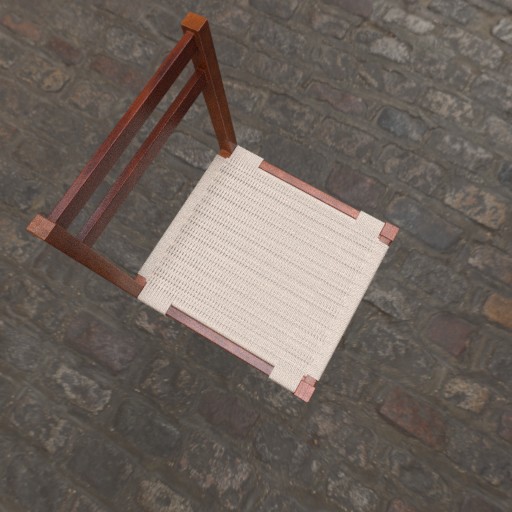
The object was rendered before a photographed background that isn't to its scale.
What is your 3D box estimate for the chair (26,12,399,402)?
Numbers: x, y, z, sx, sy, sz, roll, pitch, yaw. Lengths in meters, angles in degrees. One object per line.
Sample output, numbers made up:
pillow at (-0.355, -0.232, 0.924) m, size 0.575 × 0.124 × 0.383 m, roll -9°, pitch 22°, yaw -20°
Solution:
chair at (0.000, 0.000, 1.133) m, size 0.569 × 0.851 × 0.495 m, roll 29°, pitch 77°, yaw 7°
